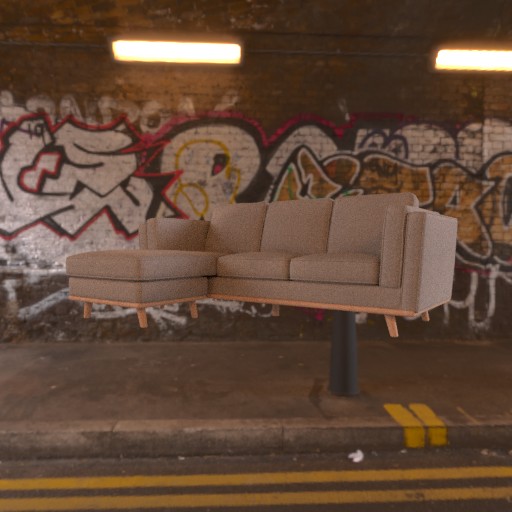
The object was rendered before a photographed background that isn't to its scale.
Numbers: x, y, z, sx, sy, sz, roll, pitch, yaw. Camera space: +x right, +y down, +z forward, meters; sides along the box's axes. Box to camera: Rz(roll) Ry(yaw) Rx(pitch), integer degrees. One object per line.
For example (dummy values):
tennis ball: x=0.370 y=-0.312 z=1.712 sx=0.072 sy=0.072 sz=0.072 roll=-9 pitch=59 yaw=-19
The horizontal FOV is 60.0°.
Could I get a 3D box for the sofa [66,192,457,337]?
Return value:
sofa: x=0.000 y=0.000 z=3.199 sx=2.411 sy=0.929 sz=1.604 roll=1 pitch=2 yaw=36
